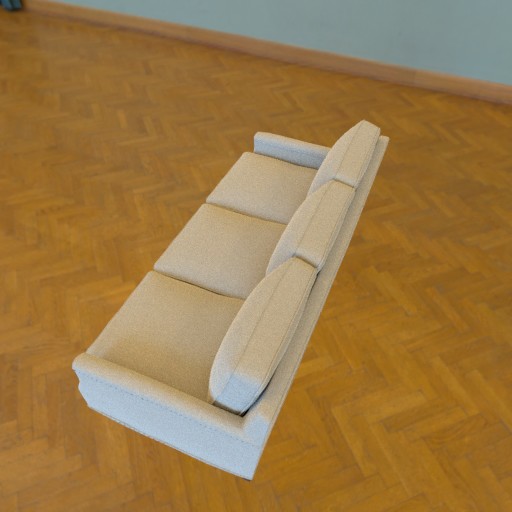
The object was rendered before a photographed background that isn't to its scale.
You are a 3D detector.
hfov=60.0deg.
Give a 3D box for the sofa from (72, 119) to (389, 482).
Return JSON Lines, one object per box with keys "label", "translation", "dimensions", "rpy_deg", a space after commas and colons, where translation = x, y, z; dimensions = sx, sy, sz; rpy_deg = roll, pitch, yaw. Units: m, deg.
{"label": "sofa", "translation": [0.000, 0.000, 2.745], "dimensions": [1.084, 1.003, 2.246], "rpy_deg": [18, 49, 16]}
